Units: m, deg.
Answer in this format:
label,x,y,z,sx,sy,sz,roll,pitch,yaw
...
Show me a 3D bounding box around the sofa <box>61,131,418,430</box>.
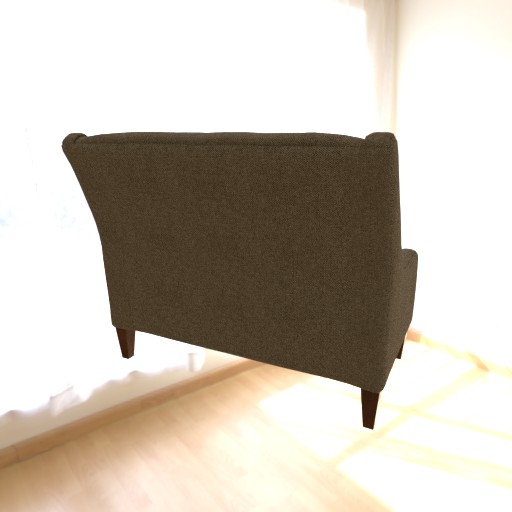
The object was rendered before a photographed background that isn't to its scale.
label,x,y,z,sx,sy,sz,roll,pitch,yaw
sofa,0.000,0.000,1.891,1.242,1.021,0.870,8,17,26
